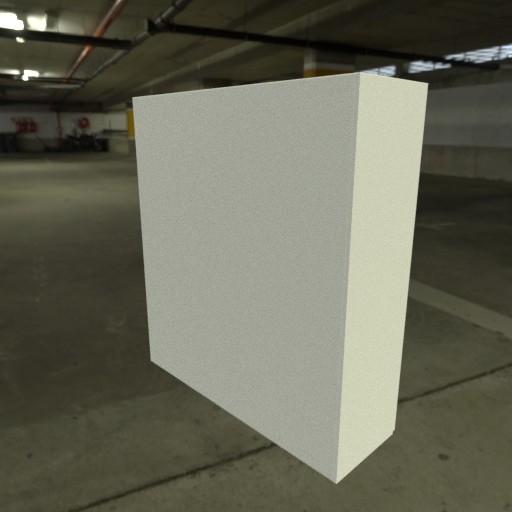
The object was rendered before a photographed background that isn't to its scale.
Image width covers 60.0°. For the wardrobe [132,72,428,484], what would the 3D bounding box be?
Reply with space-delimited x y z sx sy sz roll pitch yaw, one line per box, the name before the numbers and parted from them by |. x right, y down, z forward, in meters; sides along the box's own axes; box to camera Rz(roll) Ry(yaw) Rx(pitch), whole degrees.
wardrobe | 0.000 0.000 2.896 0.600 2.020 1.830 -15 21 -42
